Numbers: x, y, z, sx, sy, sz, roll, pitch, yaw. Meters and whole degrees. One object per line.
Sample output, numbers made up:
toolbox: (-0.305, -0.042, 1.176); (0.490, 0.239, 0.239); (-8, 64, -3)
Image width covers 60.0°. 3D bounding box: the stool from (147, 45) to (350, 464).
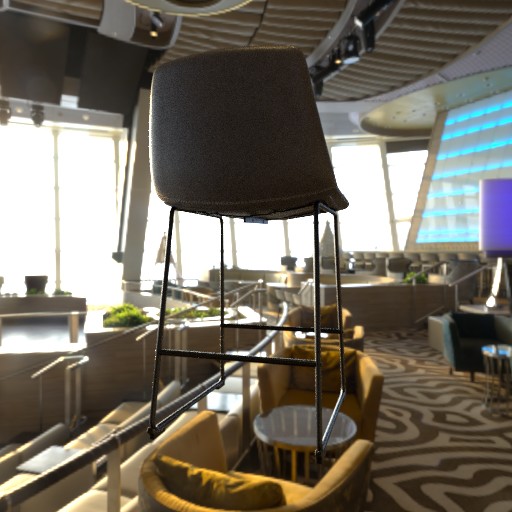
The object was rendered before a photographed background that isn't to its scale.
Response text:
stool: (0.000, 0.000, 1.183); (0.470, 0.876, 0.546); (0, 1, 18)
